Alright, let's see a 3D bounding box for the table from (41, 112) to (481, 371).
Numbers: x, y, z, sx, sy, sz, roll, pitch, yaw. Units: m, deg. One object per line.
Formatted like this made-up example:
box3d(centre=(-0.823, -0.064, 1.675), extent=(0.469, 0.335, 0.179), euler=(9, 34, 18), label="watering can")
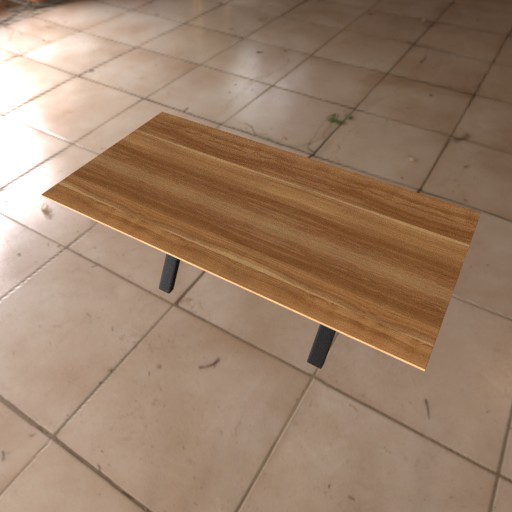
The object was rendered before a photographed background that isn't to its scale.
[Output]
box3d(centre=(0.000, 0.000, 2.525), extent=(2.000, 0.770, 1.000), euler=(23, 51, 20), label="table")
